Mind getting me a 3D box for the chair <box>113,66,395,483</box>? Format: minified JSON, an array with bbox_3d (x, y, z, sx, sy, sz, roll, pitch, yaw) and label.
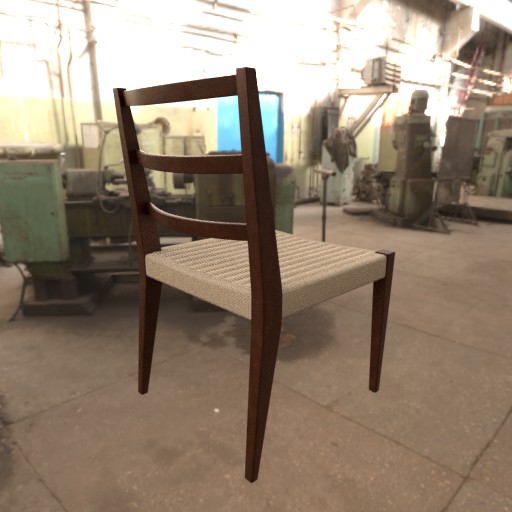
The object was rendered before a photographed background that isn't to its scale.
[{"bbox_3d":[0.000,0.000,1.142,0.551,0.813,0.480,-14,20,-42],"label":"chair"}]
